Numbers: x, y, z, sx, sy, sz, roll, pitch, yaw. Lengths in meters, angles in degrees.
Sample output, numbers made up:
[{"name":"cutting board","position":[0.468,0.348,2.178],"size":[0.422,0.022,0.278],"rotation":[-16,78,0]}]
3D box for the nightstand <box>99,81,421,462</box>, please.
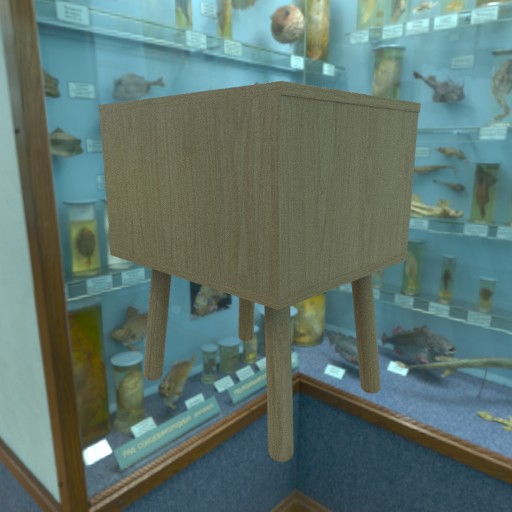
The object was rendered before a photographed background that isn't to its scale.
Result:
[{"name":"nightstand","position":[0.000,0.000,0.877],"size":[0.450,0.571,0.380],"rotation":[13,19,42]}]
